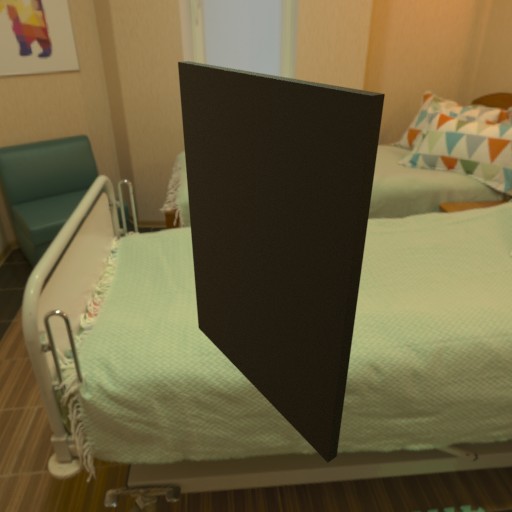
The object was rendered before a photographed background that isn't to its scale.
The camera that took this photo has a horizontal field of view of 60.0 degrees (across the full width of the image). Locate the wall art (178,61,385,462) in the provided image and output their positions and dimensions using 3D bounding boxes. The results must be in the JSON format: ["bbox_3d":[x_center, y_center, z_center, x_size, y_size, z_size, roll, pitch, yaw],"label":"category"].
[{"bbox_3d":[0.000,0.000,1.389,0.038,1.062,0.806,-19,34,-31],"label":"wall art"}]
